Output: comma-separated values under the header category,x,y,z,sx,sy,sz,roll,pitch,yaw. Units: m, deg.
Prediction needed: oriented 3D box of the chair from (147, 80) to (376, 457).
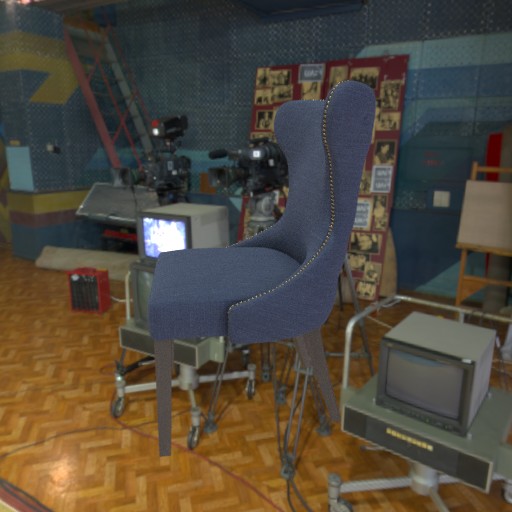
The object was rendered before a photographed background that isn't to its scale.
category,x,y,z,sx,sy,sz,roll,pitch,yaw
chair,0.000,0.000,1.373,0.635,0.967,0.628,-2,14,-9
